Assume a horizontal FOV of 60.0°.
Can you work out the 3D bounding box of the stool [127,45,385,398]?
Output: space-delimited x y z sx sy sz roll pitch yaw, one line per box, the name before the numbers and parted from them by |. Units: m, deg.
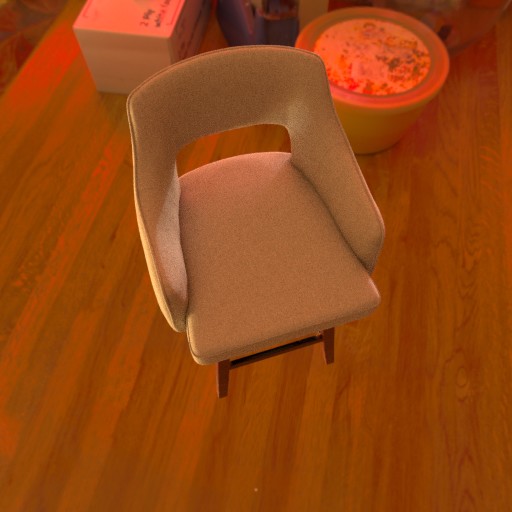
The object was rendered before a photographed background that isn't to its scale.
stool | 0.000 0.000 1.248 0.550 0.936 0.560 -15 63 -8
